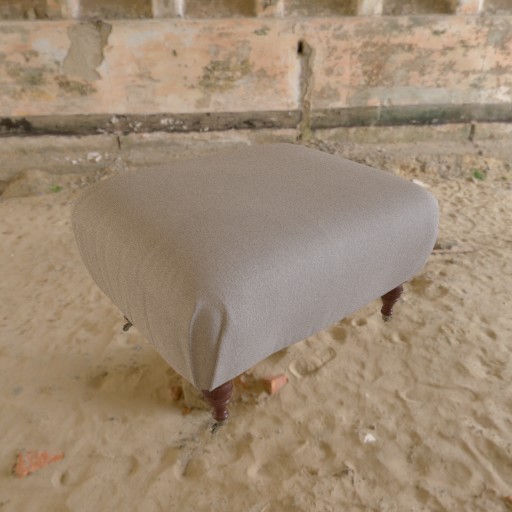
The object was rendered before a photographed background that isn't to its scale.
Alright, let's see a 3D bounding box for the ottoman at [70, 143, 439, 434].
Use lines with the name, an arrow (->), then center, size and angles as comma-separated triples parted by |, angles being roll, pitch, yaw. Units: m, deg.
ottoman -> 0.000, 0.000, 1.143 | 0.746, 0.450, 0.622 | -22, 36, -33
